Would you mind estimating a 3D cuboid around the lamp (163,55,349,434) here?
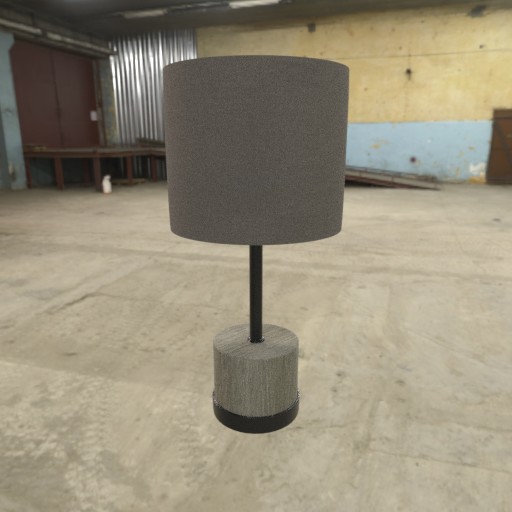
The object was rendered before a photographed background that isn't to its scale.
[{"bbox_3d":[0.000,0.000,0.608,0.229,0.470,0.229,-14,20,-42],"label":"lamp"}]
